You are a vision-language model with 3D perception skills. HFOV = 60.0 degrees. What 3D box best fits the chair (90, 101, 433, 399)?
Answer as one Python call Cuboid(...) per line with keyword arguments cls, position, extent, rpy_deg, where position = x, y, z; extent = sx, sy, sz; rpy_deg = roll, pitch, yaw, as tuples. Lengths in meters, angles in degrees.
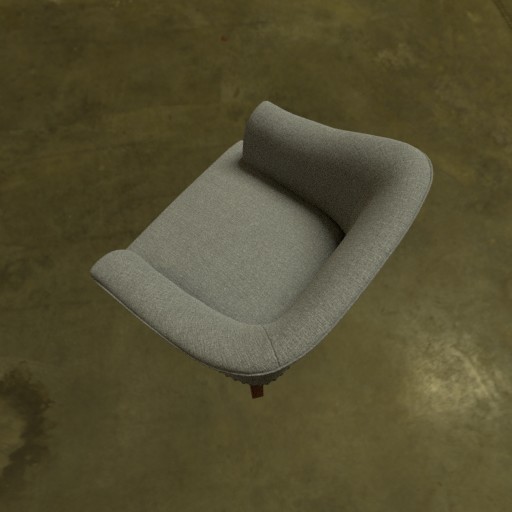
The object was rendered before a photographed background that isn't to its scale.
Cuboid(cls="chair", position=(0.000, 0.000, 1.397), extent=(0.704, 0.815, 0.798), rpy_deg=(34, 68, 16))
